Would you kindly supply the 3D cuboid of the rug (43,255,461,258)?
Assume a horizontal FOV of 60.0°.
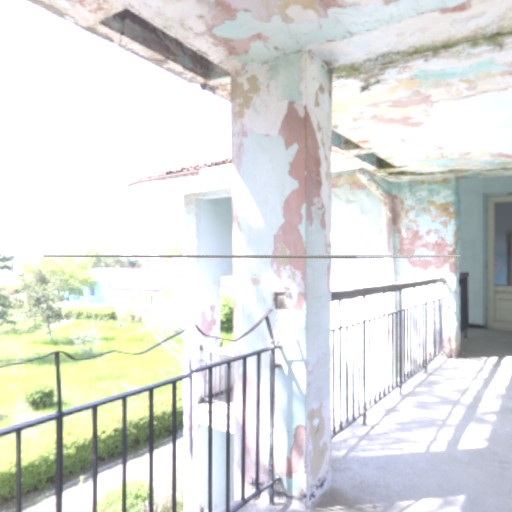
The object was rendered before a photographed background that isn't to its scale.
[{"bbox_3d":[0.000,0.000,4.137,3.050,0.015,2.441,0,0,36],"label":"rug"}]
